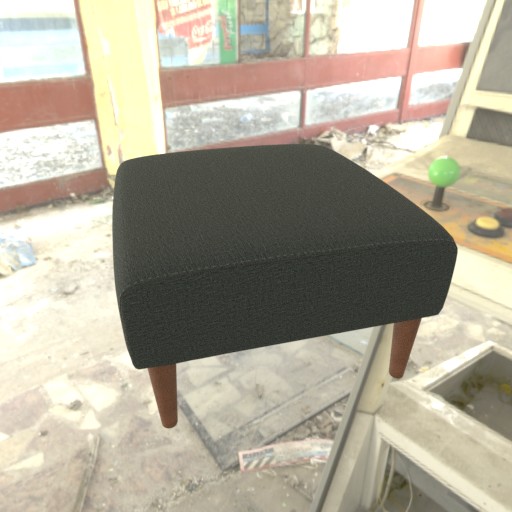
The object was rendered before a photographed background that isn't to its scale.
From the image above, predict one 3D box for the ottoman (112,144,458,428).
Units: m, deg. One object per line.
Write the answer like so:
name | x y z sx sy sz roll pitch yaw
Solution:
ottoman | 0.000 0.000 1.094 0.649 0.398 0.650 -8 30 -13
